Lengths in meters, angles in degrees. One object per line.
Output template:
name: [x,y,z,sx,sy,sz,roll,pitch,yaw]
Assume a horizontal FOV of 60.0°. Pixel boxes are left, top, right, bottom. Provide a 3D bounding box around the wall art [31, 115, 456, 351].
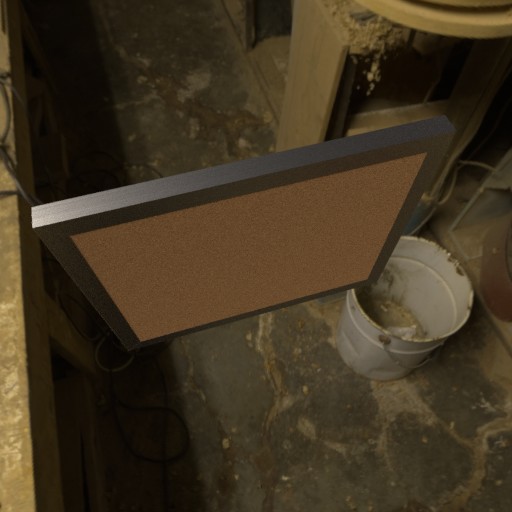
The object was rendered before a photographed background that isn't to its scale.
wall art: [0.000,0.000,0.765,0.557,0.456,0.032,-14,61,-8]
